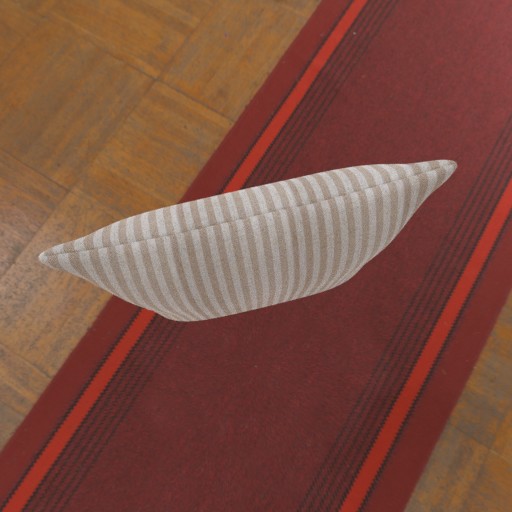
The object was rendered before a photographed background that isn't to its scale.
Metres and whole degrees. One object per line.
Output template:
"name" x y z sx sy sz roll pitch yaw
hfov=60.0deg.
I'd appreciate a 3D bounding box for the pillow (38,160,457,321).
"pillow" 0.000 0.000 0.775 0.523 0.510 0.166 -13 76 -3
